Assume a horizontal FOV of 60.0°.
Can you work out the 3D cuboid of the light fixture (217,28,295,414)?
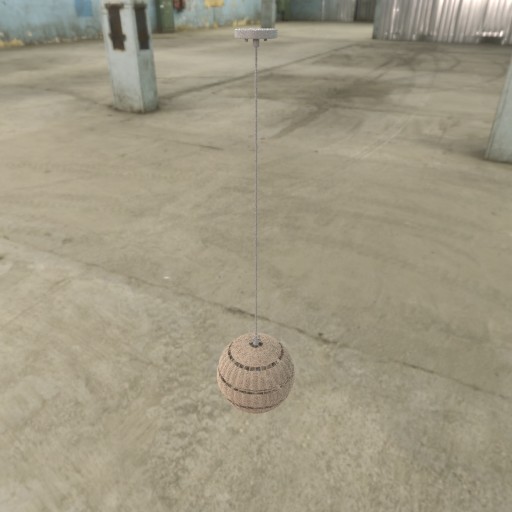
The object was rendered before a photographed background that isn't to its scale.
[{"bbox_3d":[0.000,0.000,2.216,0.457,2.019,0.457,-19,34,-30],"label":"light fixture"}]
